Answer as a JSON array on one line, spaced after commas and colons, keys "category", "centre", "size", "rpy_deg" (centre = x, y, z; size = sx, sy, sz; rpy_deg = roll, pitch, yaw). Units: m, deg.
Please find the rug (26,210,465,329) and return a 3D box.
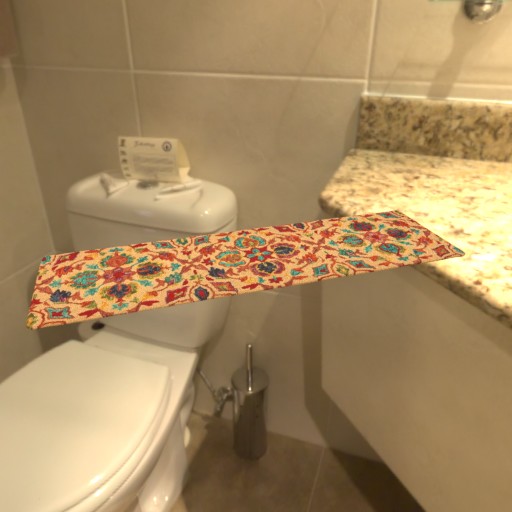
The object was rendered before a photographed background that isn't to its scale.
[{"category": "rug", "centre": [0.000, 0.000, 2.472], "size": [2.273, 0.016, 0.693], "rpy_deg": [-8, 29, -15]}]
